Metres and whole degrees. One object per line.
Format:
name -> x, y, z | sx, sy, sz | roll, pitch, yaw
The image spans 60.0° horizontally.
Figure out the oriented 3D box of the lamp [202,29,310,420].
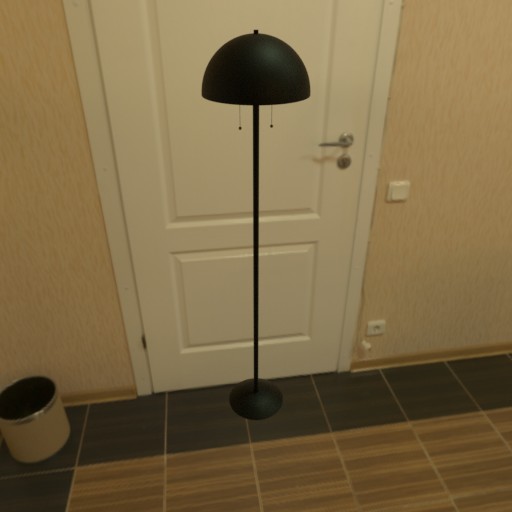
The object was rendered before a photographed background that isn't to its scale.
lamp -> 0.000, 0.000, 1.625 | 0.328, 1.480, 0.328 | -21, 36, -32
